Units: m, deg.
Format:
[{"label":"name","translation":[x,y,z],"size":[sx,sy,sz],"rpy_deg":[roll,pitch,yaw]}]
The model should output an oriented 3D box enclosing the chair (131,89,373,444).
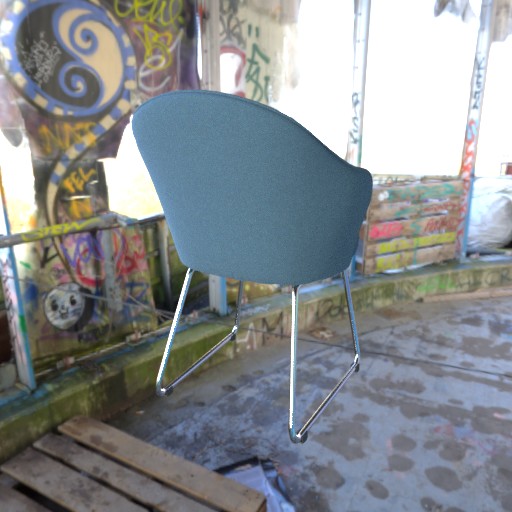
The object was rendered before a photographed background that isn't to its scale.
[{"label":"chair","translation":[0.000,0.000,1.217],"size":[0.570,0.815,0.585],"rpy_deg":[8,18,27]}]
